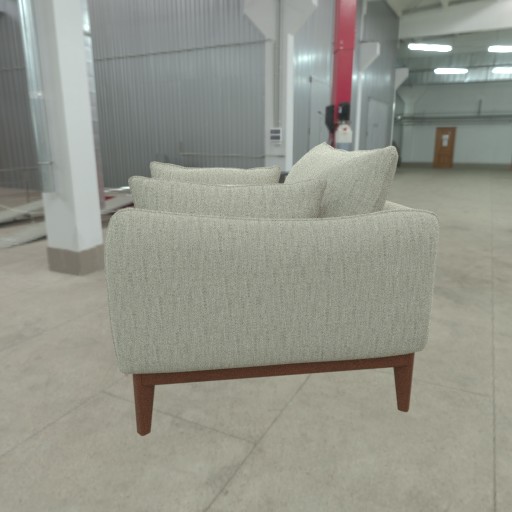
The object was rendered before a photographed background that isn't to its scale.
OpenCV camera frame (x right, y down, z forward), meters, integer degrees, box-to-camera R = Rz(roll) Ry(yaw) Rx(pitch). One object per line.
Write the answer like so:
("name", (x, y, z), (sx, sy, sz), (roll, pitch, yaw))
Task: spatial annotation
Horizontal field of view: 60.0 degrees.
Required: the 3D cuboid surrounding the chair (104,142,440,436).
("chair", (0.000, 0.000, 1.723), (0.991, 0.855, 0.994), (-2, 15, -8))
